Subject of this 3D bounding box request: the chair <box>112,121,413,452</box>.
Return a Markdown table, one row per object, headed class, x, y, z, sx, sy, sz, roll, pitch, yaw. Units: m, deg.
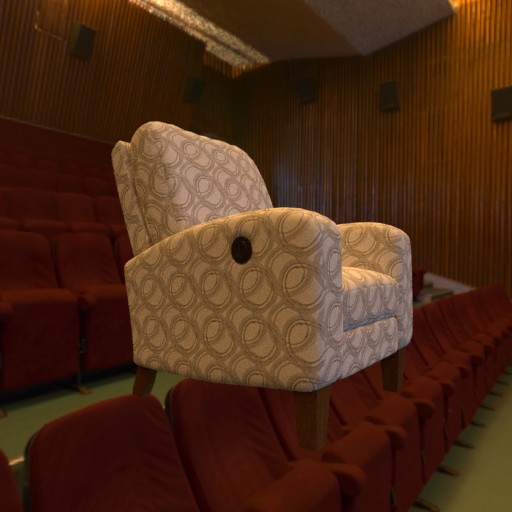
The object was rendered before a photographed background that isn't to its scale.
| class | x | y | z | sx | sy | sz | roll | pitch | yaw |
| --- | --- | --- | --- | --- | --- | --- | --- | --- | --- |
| chair | 0.000 | 0.000 | 1.752 | 0.995 | 1.065 | 0.796 | 0 | -1 | 36 |
